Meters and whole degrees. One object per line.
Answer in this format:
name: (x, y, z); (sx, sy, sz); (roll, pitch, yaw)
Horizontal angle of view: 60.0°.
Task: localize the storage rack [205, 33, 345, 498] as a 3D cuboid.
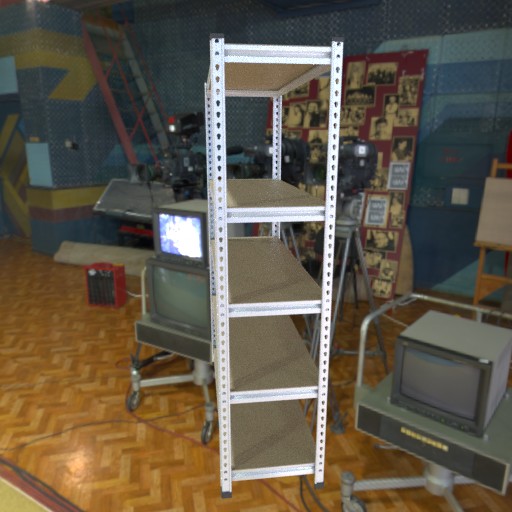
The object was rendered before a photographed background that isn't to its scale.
storage rack: (0.000, 0.000, 2.287); (0.457, 1.829, 1.219); (-2, 15, -7)
